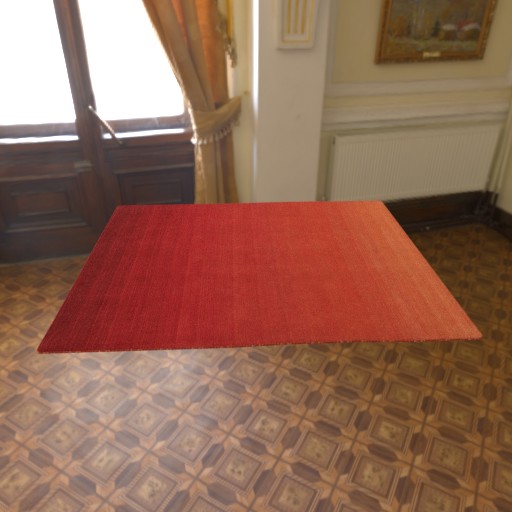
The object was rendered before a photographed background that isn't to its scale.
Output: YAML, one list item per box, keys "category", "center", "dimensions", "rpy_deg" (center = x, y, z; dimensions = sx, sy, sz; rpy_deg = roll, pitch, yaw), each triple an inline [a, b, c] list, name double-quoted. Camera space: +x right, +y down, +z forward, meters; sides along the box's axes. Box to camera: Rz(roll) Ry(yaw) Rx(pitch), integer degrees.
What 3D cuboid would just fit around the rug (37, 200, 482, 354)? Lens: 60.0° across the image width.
- category: "rug"
  center: [0.000, 0.000, 3.874]
  dimensions: [2.905, 0.028, 2.340]
  rpy_deg: [-1, 30, -2]
